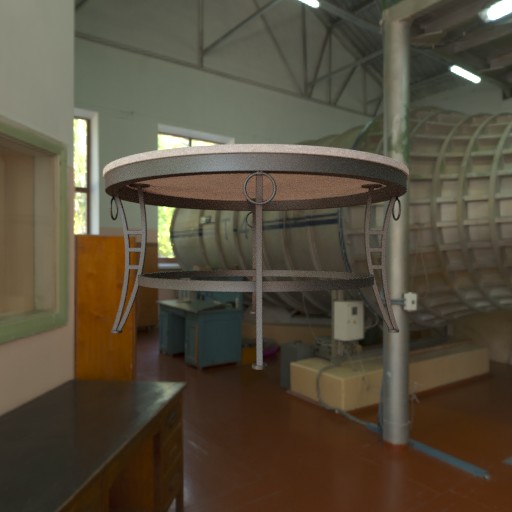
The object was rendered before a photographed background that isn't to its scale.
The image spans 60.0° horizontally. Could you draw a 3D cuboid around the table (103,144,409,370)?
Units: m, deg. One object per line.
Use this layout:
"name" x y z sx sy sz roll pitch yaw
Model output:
"table" 0.000 0.000 1.363 0.889 0.470 0.889 0 0 0
